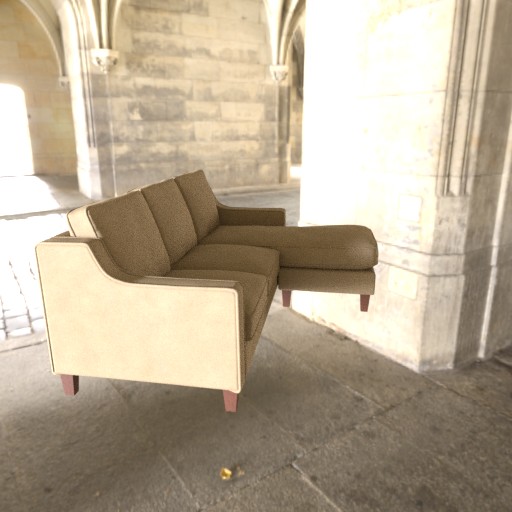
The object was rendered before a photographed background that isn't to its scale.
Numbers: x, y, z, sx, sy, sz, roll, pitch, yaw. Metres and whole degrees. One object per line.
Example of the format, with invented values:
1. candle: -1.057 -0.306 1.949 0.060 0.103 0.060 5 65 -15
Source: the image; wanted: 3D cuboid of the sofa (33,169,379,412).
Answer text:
1. sofa: 0.000 0.000 3.232 1.858 1.066 2.317 3 16 9
